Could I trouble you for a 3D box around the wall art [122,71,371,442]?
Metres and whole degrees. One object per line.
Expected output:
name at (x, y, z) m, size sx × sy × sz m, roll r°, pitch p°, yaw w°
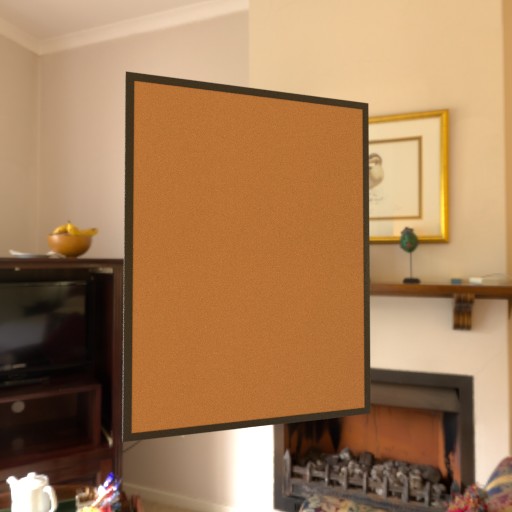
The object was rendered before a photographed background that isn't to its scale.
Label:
wall art at (0.000, 0.000, 1.408) m, size 0.804 × 1.061 × 0.039 m, roll 1°, pitch -2°, yaw -18°
